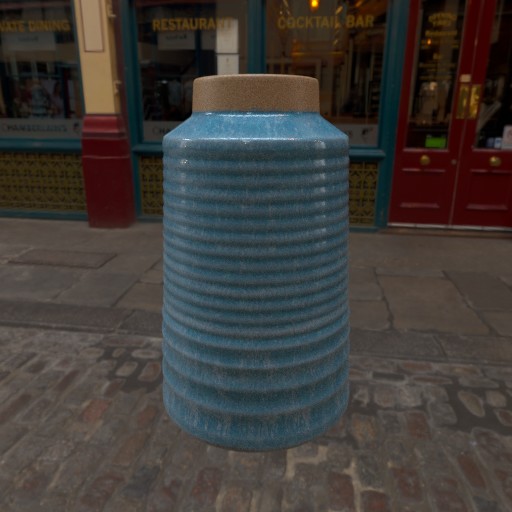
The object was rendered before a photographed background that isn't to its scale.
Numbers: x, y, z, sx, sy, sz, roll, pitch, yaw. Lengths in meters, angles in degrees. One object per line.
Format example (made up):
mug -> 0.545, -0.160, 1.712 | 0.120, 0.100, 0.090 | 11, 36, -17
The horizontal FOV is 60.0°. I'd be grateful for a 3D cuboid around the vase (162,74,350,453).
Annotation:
vase -> 0.000, 0.000, 0.361 | 0.163, 0.267, 0.163 | 0, 17, 0
